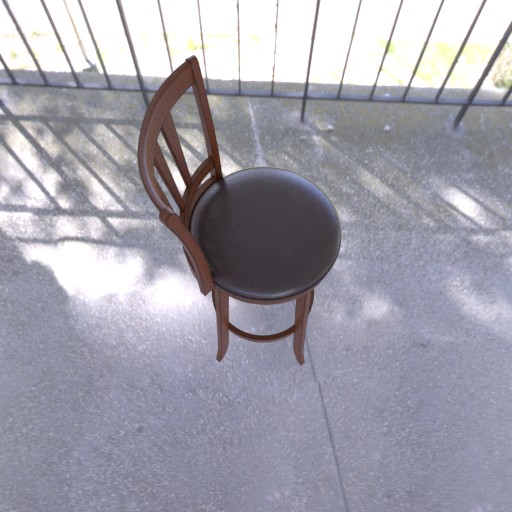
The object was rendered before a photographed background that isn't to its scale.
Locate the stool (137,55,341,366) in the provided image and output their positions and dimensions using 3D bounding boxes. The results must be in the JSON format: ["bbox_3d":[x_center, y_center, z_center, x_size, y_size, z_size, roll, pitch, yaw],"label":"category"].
[{"bbox_3d":[0.000,0.000,1.461,0.503,1.177,0.464,2,63,1],"label":"stool"}]
